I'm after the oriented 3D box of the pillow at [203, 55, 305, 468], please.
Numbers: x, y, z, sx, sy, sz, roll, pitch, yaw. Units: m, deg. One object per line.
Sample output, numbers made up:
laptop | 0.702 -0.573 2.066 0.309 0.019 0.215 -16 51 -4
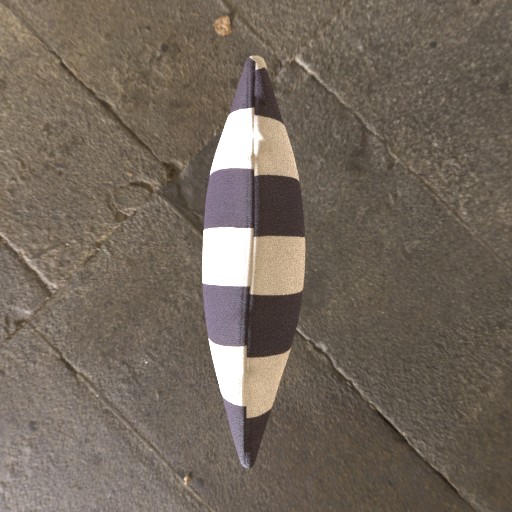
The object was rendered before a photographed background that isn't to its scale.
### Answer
pillow | 0.000 0.000 0.815 0.189 0.526 0.536 0 89 0
